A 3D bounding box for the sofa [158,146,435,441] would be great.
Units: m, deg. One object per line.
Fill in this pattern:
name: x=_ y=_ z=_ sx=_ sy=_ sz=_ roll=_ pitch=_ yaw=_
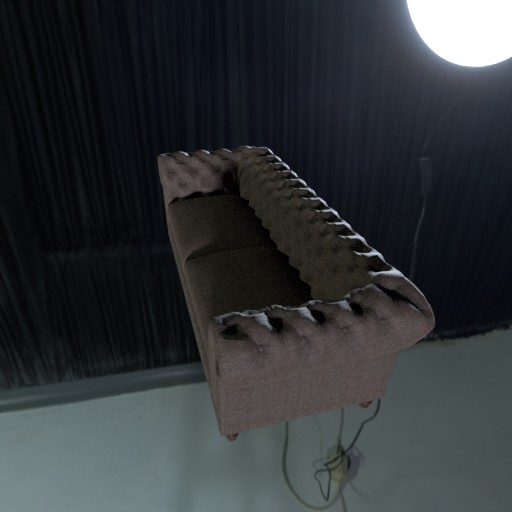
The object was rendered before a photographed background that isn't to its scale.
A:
sofa: x=0.000 y=0.000 z=2.780 sx=0.944 sy=0.787 sz=2.385 roll=-8 pitch=31 yaw=-14
